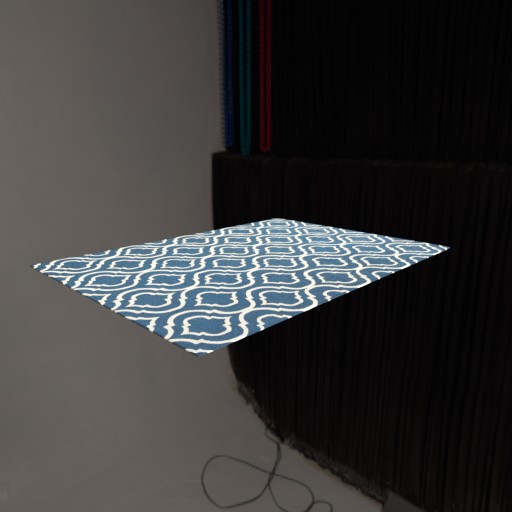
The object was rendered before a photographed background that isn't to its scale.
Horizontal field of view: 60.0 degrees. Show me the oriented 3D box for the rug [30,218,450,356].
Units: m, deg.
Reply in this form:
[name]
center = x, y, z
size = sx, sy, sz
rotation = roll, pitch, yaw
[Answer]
[rug]
center = 0.000, 0.000, 4.330
size = 2.438, 0.010, 3.353
rotation = 14, 21, 43
